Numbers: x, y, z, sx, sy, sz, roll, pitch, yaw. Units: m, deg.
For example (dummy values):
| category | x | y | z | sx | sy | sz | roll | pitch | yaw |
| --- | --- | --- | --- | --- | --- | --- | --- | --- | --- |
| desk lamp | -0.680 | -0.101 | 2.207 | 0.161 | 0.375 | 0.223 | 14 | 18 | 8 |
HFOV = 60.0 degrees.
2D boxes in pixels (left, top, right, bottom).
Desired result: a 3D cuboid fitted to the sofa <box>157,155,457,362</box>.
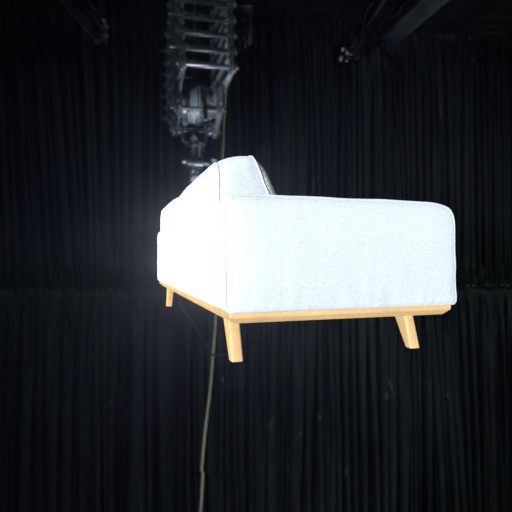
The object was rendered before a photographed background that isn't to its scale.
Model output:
| category | x | y | z | sx | sy | sz | roll | pitch | yaw |
| --- | --- | --- | --- | --- | --- | --- | --- | --- | --- |
| sofa | 0.000 | 0.000 | 2.667 | 0.956 | 0.781 | 2.270 | 0 | 0 | -18 |
